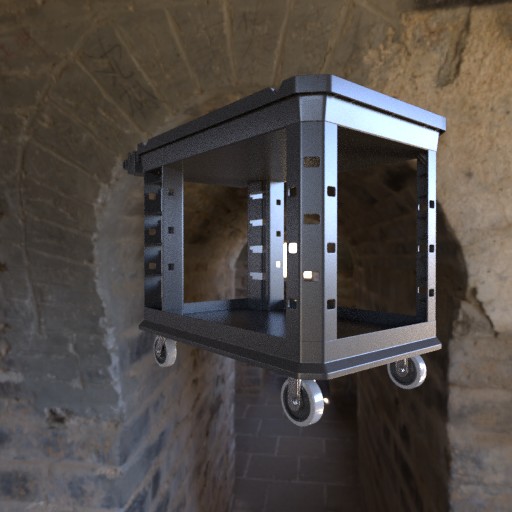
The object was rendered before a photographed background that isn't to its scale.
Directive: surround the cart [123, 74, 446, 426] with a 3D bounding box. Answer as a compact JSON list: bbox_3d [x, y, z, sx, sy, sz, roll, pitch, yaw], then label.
[{"bbox_3d":[0.000,0.000,1.717,0.674,0.884,1.239,-1,1,-39],"label":"cart"}]
